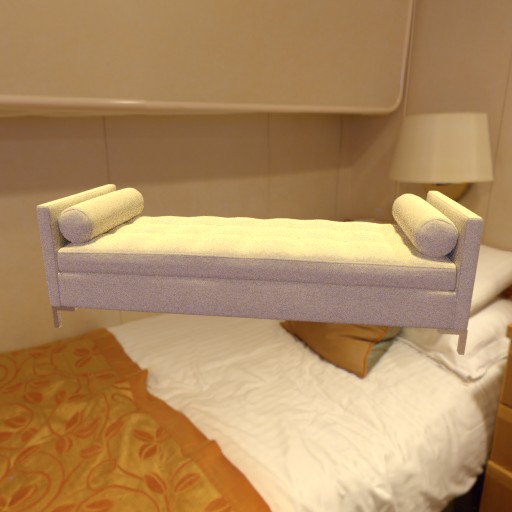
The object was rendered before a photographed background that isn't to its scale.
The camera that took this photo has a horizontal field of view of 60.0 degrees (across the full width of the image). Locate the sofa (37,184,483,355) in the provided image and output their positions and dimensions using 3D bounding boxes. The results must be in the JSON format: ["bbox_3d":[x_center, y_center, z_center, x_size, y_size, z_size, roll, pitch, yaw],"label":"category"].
[{"bbox_3d":[0.000,0.000,2.476,2.102,0.655,0.797,2,17,8],"label":"sofa"}]
